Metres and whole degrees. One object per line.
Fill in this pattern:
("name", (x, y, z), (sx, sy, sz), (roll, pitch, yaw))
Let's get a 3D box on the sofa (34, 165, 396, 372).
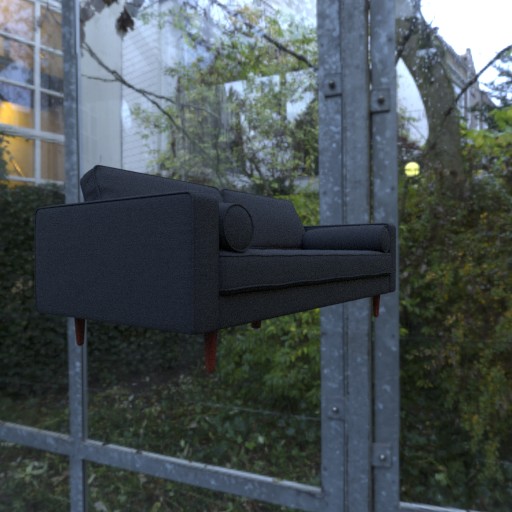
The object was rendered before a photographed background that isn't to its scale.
("sofa", (0.000, 0.000, 2.307), (0.914, 0.759, 1.875), (0, 0, 35))
